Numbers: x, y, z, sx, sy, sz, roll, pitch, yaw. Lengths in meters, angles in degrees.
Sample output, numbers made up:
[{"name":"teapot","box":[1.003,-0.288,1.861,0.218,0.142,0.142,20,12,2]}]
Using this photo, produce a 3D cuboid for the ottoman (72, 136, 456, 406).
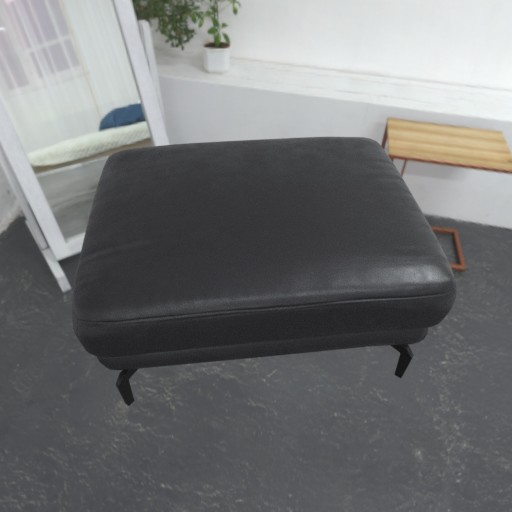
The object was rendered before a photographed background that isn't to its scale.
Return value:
[{"name":"ottoman","box":[0.000,0.000,1.110,0.764,0.402,0.570,-4,46,-4]}]
